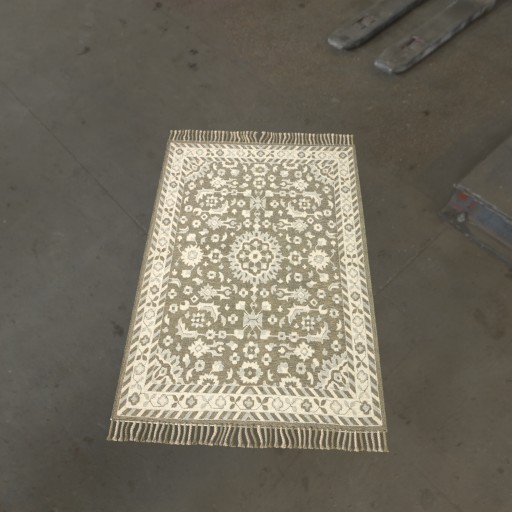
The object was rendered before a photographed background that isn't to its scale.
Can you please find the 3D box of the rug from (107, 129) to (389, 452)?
[{"bbox_3d":[0.000,0.000,3.022,1.530,0.025,2.431,2,58,1],"label":"rug"}]
